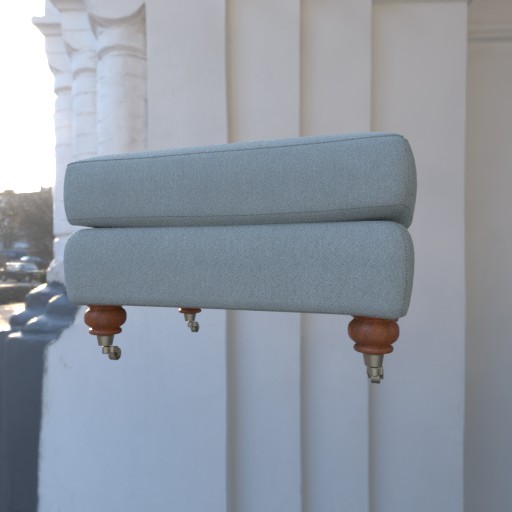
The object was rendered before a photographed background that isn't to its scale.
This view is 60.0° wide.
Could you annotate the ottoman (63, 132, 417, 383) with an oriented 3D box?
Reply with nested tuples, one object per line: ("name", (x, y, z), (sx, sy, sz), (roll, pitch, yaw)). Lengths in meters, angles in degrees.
("ottoman", (0.000, 0.000, 1.136), (0.773, 0.499, 0.569), (0, 0, 19))
